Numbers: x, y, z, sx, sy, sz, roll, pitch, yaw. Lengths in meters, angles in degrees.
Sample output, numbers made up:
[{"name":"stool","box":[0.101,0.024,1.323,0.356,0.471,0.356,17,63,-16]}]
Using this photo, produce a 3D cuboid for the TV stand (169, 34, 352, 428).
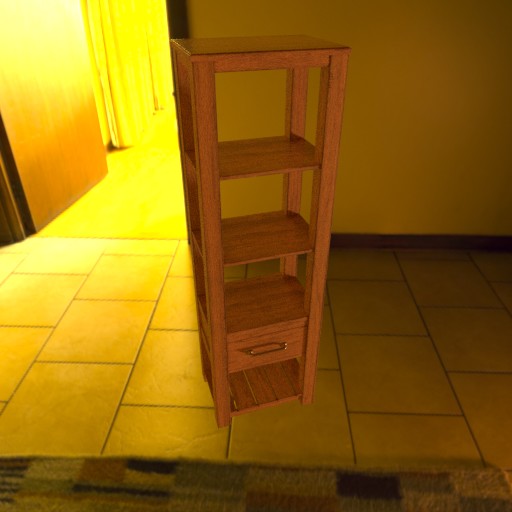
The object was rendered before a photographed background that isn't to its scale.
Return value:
[{"name":"TV stand","box":[0.000,0.000,2.098,0.565,1.828,0.435,-10,33,-15]}]
